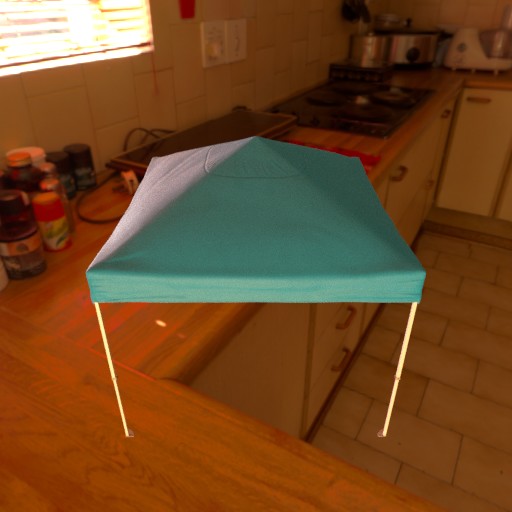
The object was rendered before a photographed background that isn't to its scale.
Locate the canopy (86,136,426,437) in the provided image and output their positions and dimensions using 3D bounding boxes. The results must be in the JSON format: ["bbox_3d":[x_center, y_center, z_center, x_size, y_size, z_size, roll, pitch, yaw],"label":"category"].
[{"bbox_3d":[0.000,0.000,5.509,2.998,2.997,2.996,0,32,0],"label":"canopy"}]
